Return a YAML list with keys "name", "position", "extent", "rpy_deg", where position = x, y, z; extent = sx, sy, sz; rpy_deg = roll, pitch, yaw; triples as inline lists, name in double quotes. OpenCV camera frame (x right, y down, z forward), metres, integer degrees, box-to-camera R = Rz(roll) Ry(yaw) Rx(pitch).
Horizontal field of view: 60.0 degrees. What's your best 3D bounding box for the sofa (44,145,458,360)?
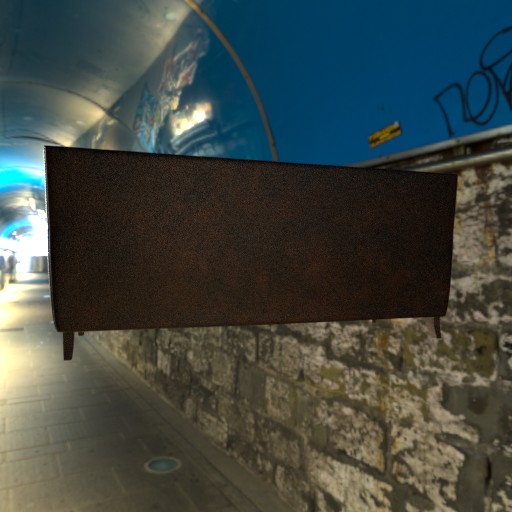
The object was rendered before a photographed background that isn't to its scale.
- name: "sofa"
  position: [0.000, 0.000, 2.404]
  extent: [1.995, 0.871, 0.786]
  rpy_deg: [0, -1, -17]
